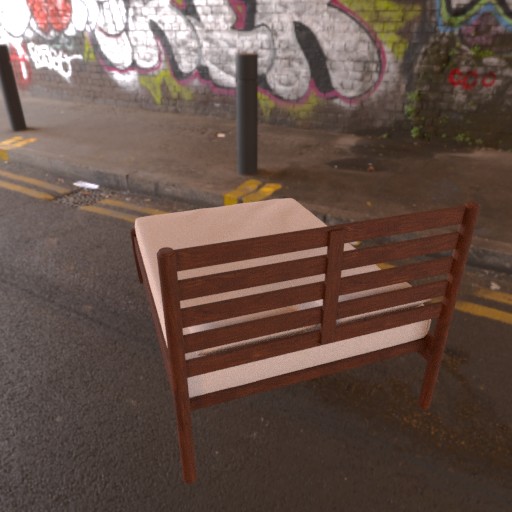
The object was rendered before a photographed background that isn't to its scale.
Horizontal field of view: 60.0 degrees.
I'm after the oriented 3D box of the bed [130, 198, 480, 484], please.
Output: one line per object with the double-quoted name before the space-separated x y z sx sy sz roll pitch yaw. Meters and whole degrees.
"bed" 0.000 0.000 3.018 1.509 1.304 2.093 -9 29 -17
